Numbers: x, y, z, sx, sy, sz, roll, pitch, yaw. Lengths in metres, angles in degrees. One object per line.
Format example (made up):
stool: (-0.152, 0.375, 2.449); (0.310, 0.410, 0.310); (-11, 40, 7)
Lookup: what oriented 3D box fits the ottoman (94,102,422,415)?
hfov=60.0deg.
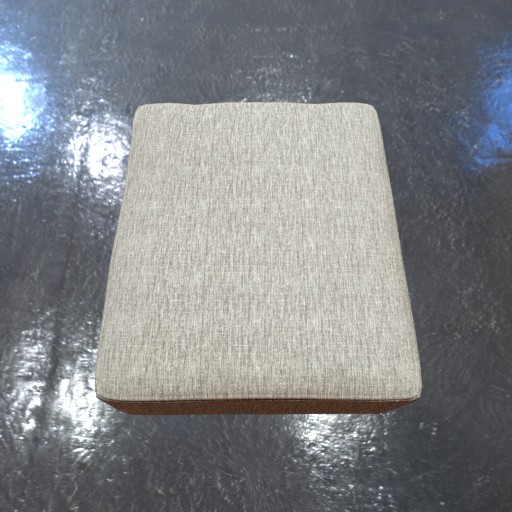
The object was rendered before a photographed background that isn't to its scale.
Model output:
ottoman: (0.000, 0.000, 1.473); (0.839, 0.492, 0.994); (0, 64, 0)
